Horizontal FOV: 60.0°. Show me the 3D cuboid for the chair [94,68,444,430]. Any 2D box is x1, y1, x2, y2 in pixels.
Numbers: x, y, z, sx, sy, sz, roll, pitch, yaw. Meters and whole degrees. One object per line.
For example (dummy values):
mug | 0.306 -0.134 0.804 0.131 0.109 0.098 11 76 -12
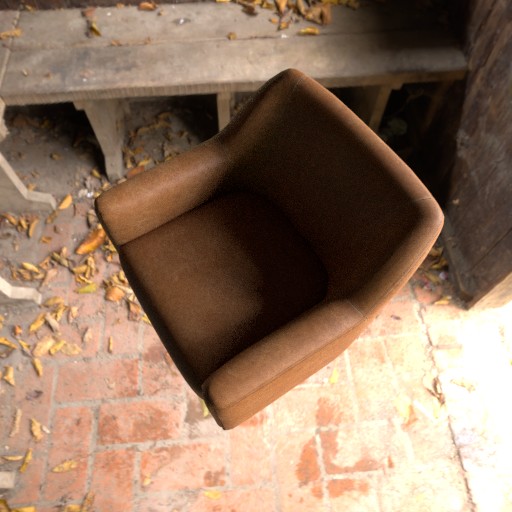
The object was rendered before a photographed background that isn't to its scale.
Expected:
chair | 0.000 0.000 1.904 1.034 0.980 1.037 -30 66 -15
